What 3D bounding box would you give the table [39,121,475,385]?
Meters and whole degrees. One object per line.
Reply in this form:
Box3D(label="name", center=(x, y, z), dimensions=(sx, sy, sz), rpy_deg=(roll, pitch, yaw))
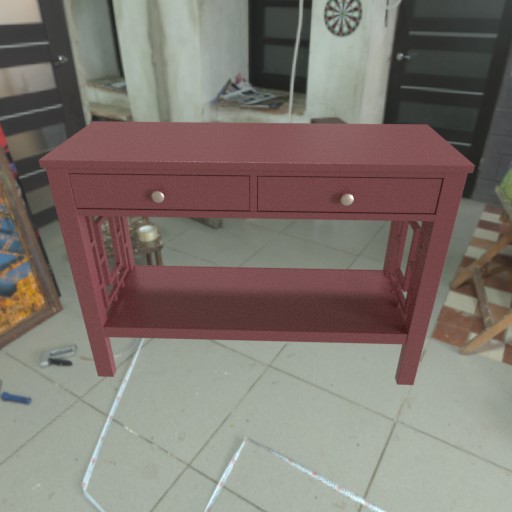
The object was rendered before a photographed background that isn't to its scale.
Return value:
Box3D(label="table", center=(0.000, 0.000, 1.436), dimensions=(1.068, 0.753, 0.397), rpy_deg=(1, 31, 2))
